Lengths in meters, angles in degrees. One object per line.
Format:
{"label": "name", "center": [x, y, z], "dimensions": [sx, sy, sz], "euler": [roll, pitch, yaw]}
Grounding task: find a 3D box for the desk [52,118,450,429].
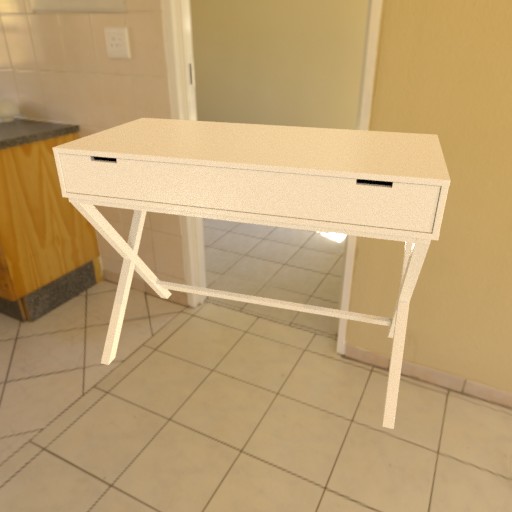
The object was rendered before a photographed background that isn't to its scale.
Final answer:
{"label": "desk", "center": [0.000, 0.000, 1.514], "dimensions": [1.059, 0.780, 0.509], "euler": [8, 28, 15]}
